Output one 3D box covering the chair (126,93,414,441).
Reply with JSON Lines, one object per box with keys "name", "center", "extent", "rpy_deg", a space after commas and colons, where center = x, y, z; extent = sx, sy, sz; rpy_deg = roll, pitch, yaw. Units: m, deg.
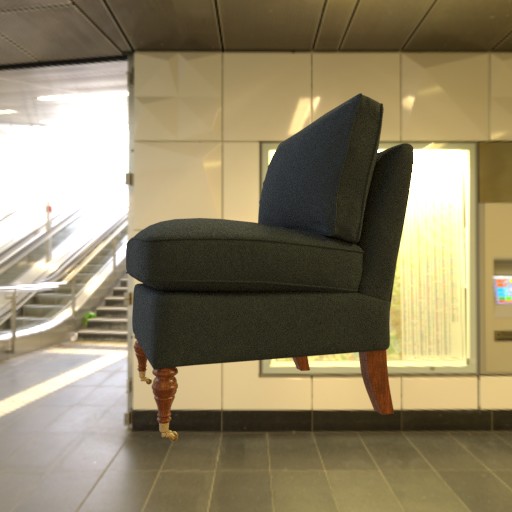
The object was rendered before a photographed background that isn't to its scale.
{"name": "chair", "center": [0.000, 0.000, 1.666], "extent": [0.912, 1.052, 0.724], "rpy_deg": [0, -1, -20]}
